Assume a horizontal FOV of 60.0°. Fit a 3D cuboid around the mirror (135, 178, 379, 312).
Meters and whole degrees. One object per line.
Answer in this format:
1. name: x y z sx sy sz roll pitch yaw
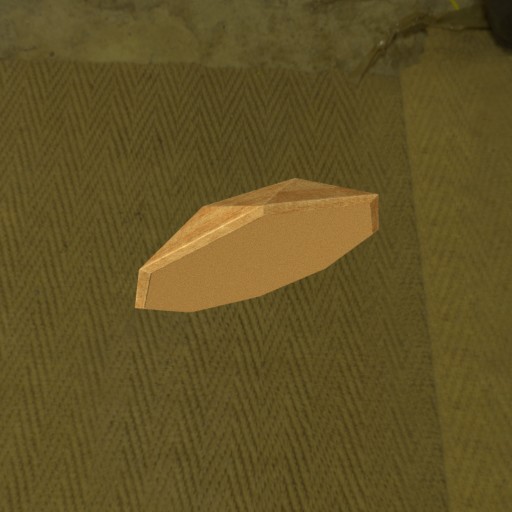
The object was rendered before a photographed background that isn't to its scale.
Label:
1. mirror: 0.000 0.000 1.003 0.577 0.774 0.070 -18 76 -5
